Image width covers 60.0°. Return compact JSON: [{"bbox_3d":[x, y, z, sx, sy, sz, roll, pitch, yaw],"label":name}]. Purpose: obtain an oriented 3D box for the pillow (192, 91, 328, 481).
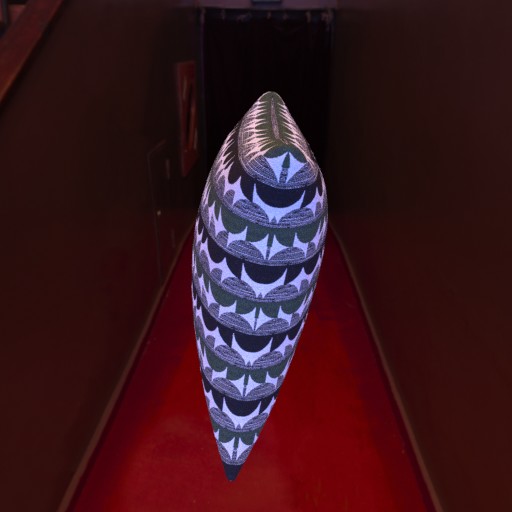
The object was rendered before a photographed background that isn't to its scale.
[{"bbox_3d":[0.000,0.000,0.633,0.180,0.404,0.419,0,26,0],"label":"pillow"}]
